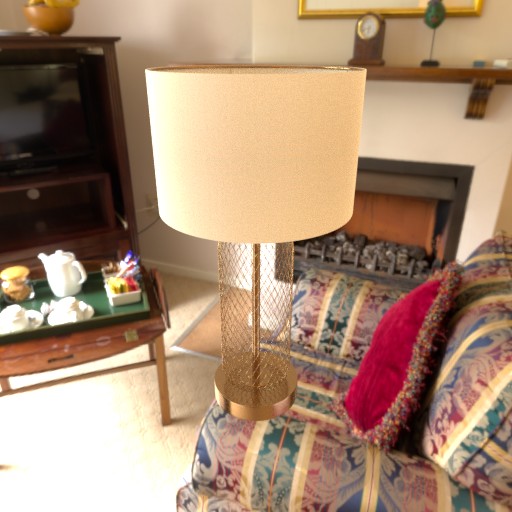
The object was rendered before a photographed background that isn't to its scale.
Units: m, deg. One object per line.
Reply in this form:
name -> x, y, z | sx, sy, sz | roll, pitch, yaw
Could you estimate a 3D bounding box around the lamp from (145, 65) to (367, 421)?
lamp -> 0.000, 0.000, 0.619 | 0.252, 0.483, 0.252 | -8, 26, -16
